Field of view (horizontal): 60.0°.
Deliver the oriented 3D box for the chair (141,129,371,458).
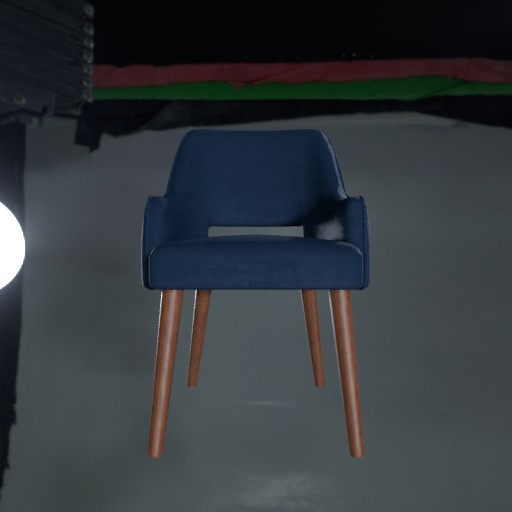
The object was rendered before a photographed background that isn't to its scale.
[{"bbox_3d":[0.000,0.000,1.217,0.559,0.844,0.591,0,0,0],"label":"chair"}]
